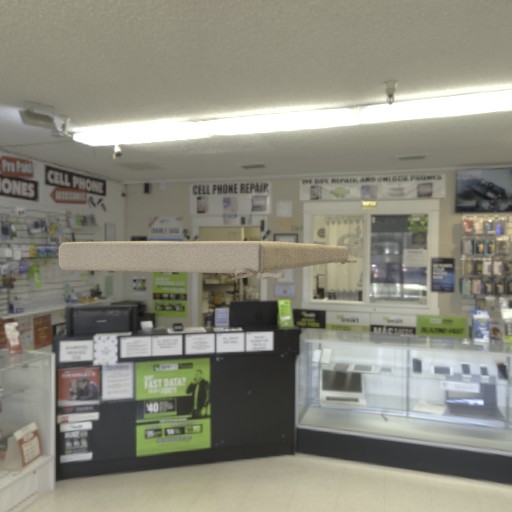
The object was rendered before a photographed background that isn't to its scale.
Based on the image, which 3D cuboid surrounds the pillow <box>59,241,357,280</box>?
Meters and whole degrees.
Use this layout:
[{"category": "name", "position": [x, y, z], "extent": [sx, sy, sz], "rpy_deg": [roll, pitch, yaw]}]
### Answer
[{"category": "pillow", "position": [0.000, 0.000, 1.385], "extent": [0.492, 0.081, 1.187], "rpy_deg": [0, 1, 19]}]
